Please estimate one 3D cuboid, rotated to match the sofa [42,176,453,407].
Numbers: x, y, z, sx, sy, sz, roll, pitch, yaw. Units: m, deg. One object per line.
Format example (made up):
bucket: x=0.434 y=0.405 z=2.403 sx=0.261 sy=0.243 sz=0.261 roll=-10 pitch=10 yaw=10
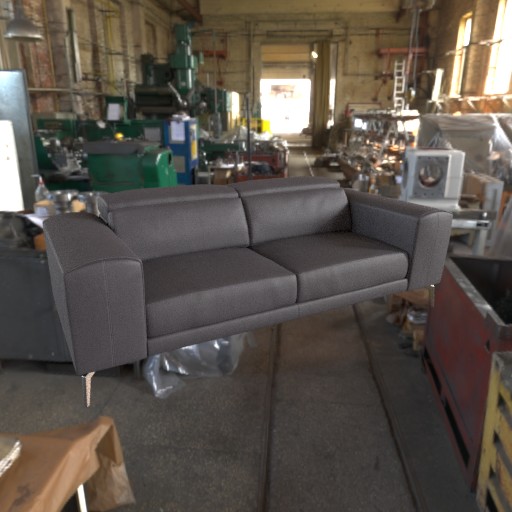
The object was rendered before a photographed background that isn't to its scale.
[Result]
sofa: x=0.000 y=0.000 z=2.770 sx=2.330 sy=0.814 sz=1.048 roll=-10 pitch=20 yaw=-27
